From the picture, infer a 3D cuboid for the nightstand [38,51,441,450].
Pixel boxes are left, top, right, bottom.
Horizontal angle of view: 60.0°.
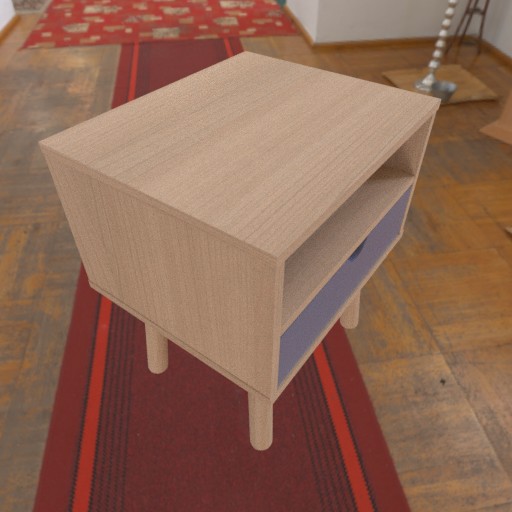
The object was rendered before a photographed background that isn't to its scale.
[{"bbox_3d":[0.000,0.000,0.812,0.380,0.530,0.450,26,48,26],"label":"nightstand"}]
